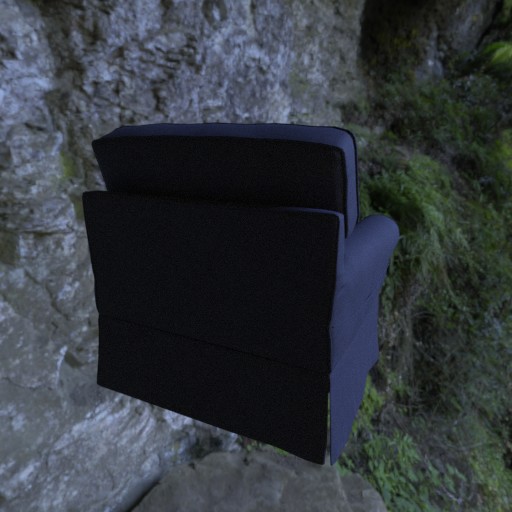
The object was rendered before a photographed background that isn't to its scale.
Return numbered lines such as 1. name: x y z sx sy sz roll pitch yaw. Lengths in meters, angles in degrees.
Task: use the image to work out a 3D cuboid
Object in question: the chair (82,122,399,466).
1. chair: 0.000 0.000 1.991 1.119 1.140 1.002 8 18 27
